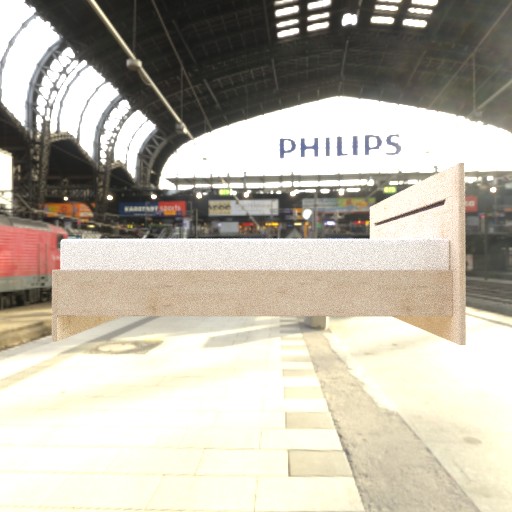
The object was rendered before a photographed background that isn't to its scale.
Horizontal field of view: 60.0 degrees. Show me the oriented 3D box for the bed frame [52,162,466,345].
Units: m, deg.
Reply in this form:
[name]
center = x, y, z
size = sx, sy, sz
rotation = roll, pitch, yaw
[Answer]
[bed frame]
center = 0.000, 0.000, 3.088
size = 2.080, 0.900, 1.800
rotation = 0, -1, 1
